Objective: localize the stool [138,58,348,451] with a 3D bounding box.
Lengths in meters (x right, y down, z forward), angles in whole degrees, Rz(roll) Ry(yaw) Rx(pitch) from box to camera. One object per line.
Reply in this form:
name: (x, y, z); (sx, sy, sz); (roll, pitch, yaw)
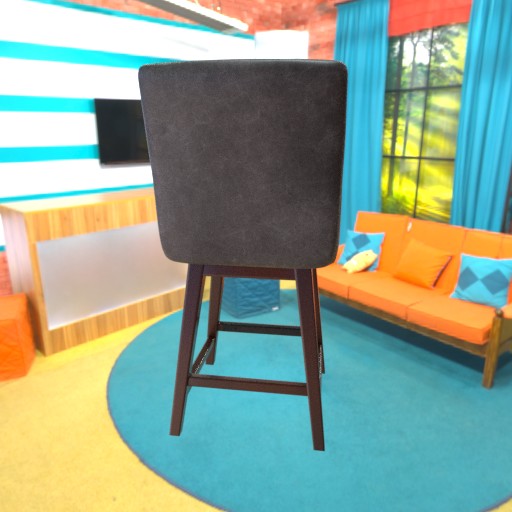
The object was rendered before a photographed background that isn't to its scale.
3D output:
stool: (0.000, 0.000, 1.366); (0.492, 1.046, 0.587); (2, 16, 8)
